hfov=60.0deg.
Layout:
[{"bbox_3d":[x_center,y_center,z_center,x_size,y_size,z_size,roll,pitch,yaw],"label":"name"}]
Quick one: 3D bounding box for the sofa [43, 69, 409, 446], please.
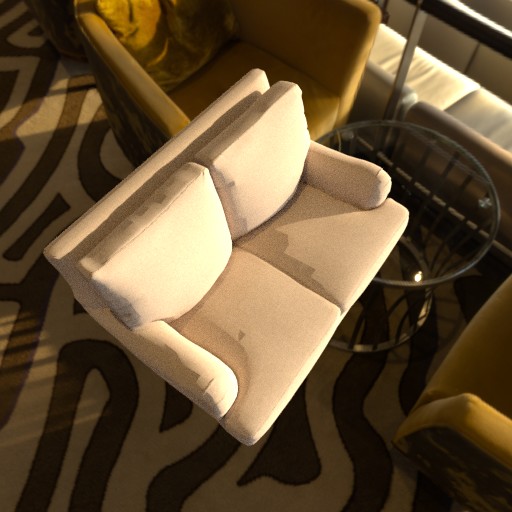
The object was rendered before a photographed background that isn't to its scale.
[{"bbox_3d":[0.000,0.000,2.279,1.087,1.048,1.508,32,64,18],"label":"sofa"}]
